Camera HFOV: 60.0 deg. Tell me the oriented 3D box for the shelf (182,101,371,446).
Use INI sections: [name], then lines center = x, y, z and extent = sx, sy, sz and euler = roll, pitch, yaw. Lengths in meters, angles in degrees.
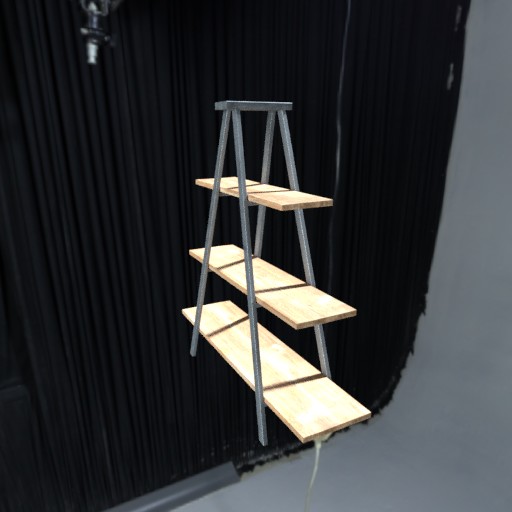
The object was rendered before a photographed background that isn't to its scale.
[shelf]
center = 0.000, 0.000, 2.759
extent = 0.508, 1.808, 1.746
euler = -9, 18, -27
